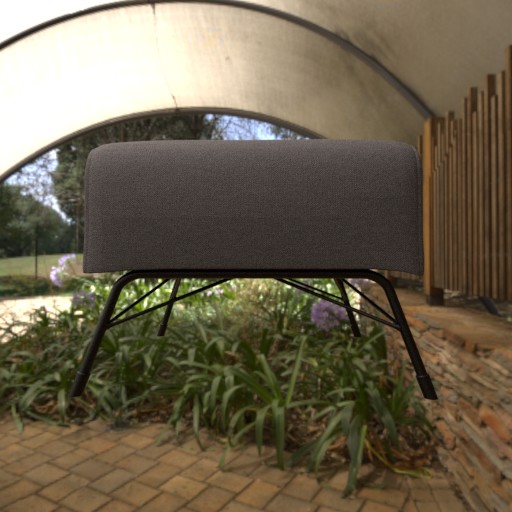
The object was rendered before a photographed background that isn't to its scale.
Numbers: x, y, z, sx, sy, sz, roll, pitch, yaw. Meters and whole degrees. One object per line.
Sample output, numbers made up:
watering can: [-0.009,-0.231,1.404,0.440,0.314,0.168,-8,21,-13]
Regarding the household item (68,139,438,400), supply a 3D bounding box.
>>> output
household item: [0.000,0.000,0.894,0.530,0.410,0.530,0,-1,1]
